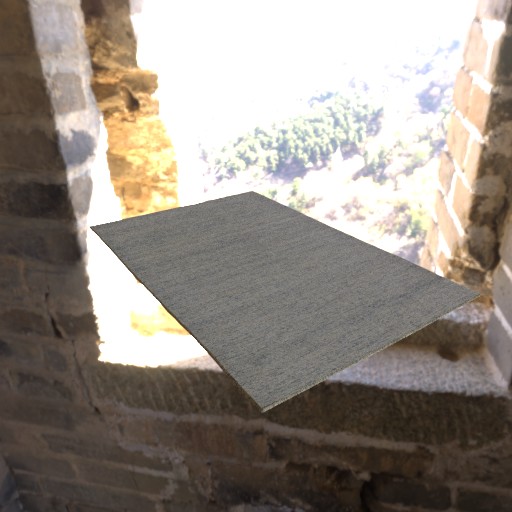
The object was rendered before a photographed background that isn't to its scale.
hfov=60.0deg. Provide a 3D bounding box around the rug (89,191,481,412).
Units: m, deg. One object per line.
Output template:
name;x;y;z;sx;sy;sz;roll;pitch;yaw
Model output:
rug;0.000;0.000;2.921;1.523;0.017;2.263;-17;31;-31
